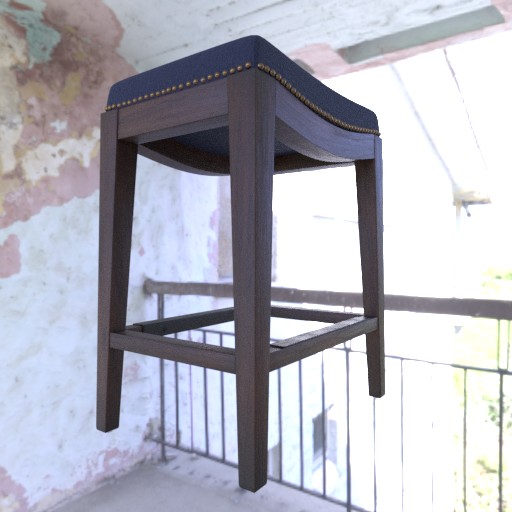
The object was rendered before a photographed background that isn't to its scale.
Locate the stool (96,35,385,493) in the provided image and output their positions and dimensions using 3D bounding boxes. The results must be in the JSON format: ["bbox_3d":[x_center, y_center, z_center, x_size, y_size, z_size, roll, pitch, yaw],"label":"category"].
[{"bbox_3d":[0.000,0.000,0.901,0.361,0.642,0.500,1,1,36],"label":"stool"}]
